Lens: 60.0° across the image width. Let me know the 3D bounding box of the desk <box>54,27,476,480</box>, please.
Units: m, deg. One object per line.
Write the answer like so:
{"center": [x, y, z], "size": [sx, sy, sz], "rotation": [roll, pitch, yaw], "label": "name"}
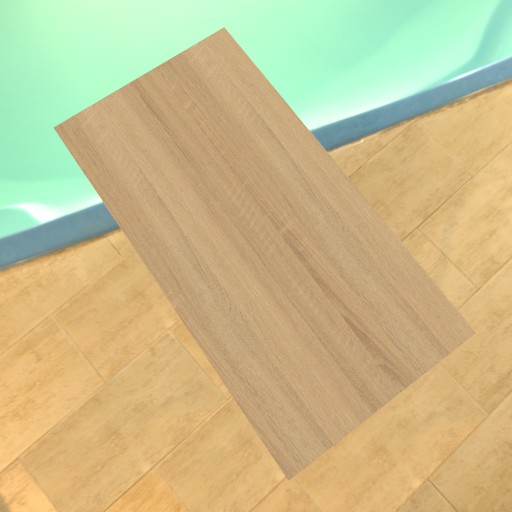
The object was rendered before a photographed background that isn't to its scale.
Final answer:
{"center": [0.000, 0.000, 1.517], "size": [0.600, 0.731, 1.100], "rotation": [-35, 78, -8], "label": "desk"}
